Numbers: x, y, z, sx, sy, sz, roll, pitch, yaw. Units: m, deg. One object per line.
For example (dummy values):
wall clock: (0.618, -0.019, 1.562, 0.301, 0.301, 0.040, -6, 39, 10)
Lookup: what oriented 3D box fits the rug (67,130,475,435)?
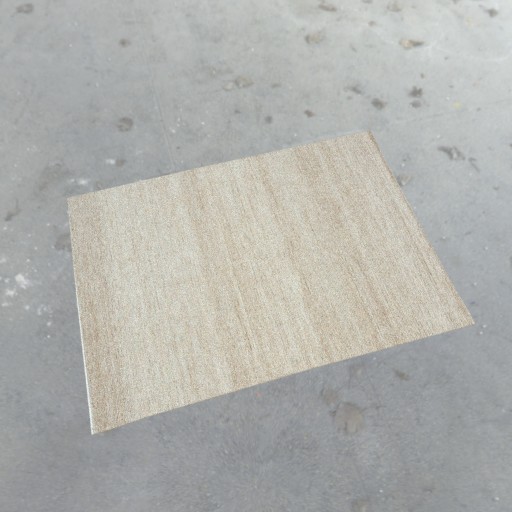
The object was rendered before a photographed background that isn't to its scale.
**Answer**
rug: (0.000, 0.000, 2.860, 2.283, 0.030, 1.596, -14, 63, -7)
